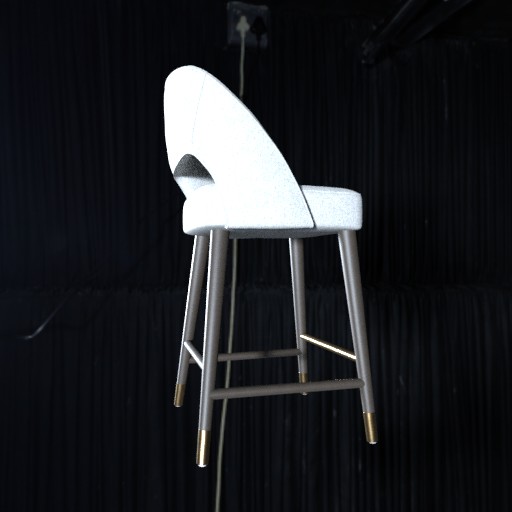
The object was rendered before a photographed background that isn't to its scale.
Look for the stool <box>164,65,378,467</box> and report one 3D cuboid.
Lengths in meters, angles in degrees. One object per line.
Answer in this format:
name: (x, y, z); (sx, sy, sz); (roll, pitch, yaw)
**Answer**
stool: (0.000, 0.000, 1.256); (0.509, 0.940, 0.494); (0, -1, -17)
